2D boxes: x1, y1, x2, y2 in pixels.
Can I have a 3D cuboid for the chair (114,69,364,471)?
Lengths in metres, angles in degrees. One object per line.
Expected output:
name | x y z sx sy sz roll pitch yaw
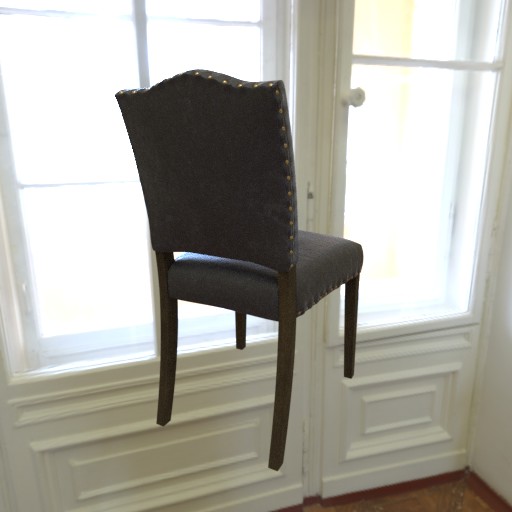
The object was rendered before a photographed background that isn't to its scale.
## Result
chair | 0.000 0.000 1.340 0.500 0.991 0.633 8 18 27
